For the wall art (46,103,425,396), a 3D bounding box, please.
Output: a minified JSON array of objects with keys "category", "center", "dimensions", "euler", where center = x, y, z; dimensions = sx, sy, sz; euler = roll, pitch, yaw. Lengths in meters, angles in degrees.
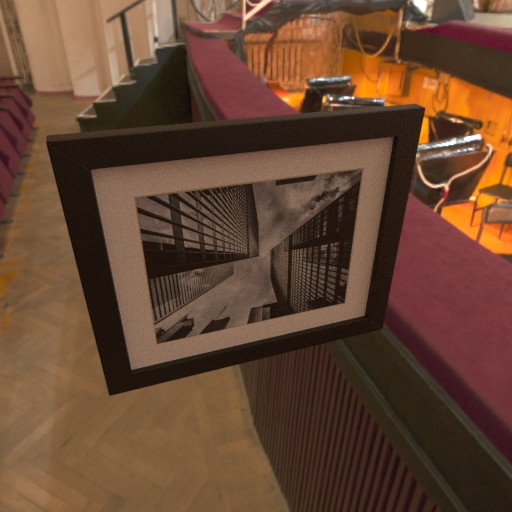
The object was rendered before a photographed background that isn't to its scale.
[{"category":"wall art","center":[0.000,0.000,0.752],"dimensions":[0.558,0.457,0.031],"euler":[-10,33,-16]}]
